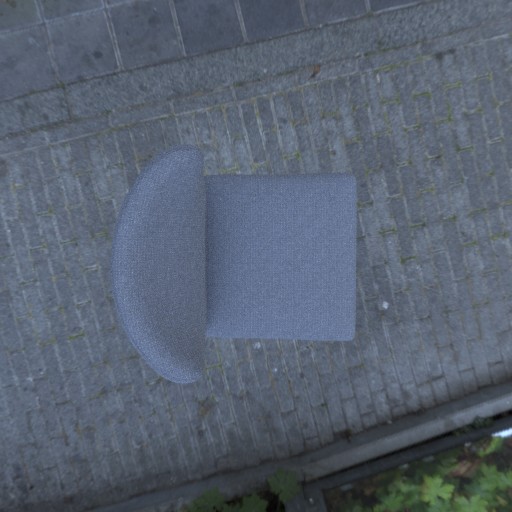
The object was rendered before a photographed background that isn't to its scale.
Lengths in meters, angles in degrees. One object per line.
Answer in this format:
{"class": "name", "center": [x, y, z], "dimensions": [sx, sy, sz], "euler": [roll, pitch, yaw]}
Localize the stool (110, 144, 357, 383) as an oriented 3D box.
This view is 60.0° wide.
{"class": "stool", "center": [0.000, 0.000, 1.375], "dimensions": [0.568, 1.069, 0.486], "euler": [0, 92, 0]}
